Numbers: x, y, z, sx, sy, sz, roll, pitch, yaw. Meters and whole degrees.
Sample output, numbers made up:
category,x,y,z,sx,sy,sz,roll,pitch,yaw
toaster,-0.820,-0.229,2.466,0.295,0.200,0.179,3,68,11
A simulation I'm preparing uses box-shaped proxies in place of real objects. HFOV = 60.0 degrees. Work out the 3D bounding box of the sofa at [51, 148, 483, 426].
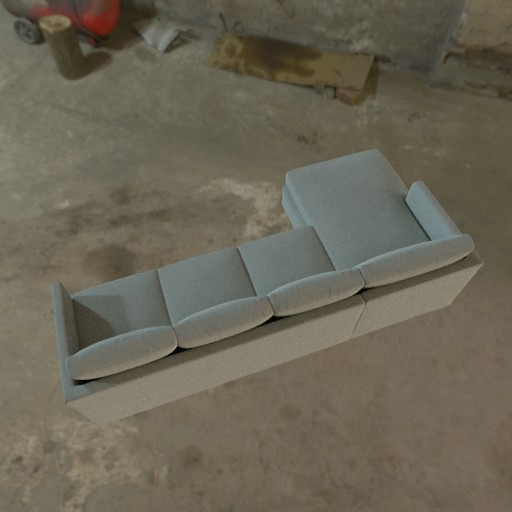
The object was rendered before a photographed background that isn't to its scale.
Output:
category,x,y,z,sx,sy,sz,roll,pitch,yaw
sofa,0.000,0.000,3.770,3.205,0.922,1.650,-16,59,-10
